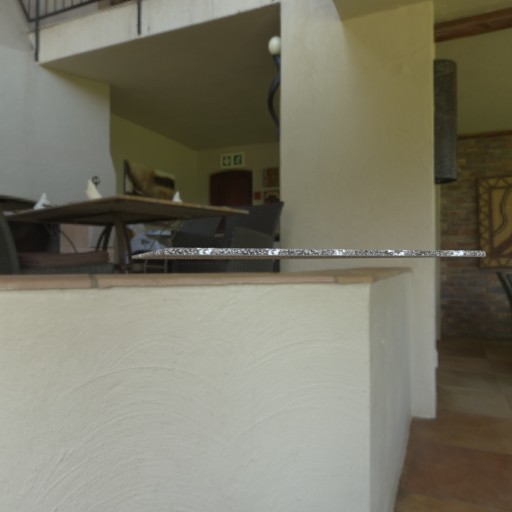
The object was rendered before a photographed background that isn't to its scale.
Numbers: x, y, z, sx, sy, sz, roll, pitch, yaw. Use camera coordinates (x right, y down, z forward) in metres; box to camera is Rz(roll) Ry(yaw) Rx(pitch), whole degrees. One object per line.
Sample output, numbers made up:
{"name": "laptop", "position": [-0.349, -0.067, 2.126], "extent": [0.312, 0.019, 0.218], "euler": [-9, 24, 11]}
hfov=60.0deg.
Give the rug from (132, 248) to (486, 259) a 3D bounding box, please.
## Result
{"name": "rug", "position": [0.000, 0.000, 3.032], "extent": [1.524, 0.030, 2.438], "euler": [0, -1, -18]}
